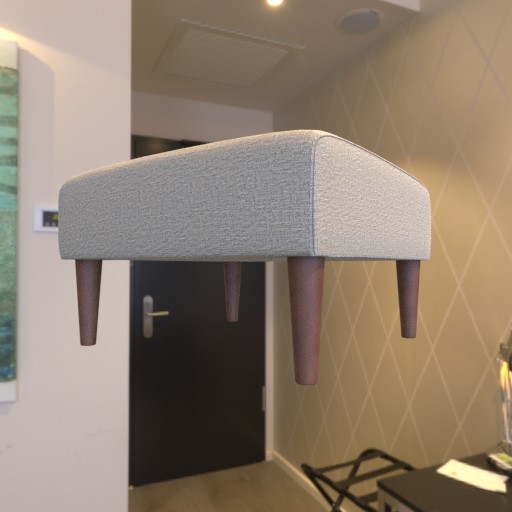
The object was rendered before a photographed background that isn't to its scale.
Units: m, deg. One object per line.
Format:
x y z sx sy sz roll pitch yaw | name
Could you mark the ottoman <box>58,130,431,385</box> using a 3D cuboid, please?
0.000 0.000 1.042 0.650 0.398 0.649 -1 -2 35 | ottoman
